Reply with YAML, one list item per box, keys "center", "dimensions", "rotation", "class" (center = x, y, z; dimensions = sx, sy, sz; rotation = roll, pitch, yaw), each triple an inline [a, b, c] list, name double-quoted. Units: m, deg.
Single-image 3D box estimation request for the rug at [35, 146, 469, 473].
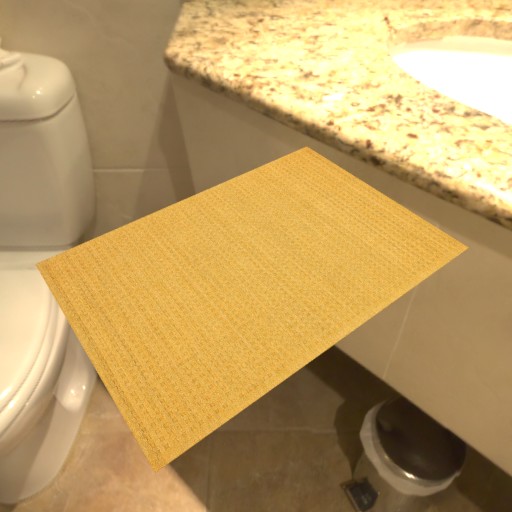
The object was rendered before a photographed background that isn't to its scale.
- center: [0.000, 0.000, 3.586]
  dimensions: [2.895, 0.006, 1.981]
  rotation: [-28, 51, -26]
  class: "rug"
